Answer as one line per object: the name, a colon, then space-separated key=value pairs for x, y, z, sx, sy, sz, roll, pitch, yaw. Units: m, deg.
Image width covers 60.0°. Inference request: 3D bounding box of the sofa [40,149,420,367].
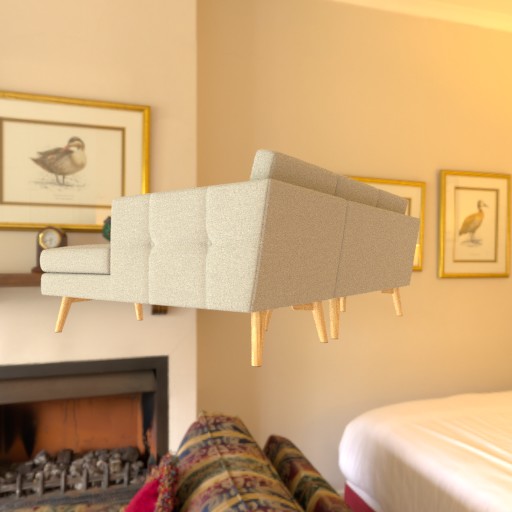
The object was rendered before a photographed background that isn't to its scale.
sofa: x=0.000 y=0.000 z=2.851 sx=1.530 sy=0.860 sz=2.040 roll=0 pitch=0 yaw=35
